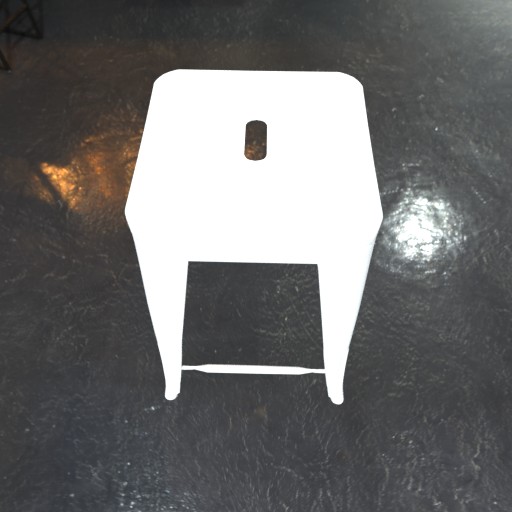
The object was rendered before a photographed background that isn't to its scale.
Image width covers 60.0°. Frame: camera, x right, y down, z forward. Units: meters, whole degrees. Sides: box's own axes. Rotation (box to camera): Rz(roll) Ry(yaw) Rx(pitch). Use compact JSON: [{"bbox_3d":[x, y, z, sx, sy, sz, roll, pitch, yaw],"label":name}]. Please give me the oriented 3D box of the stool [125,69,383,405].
[{"bbox_3d":[0.000,0.000,0.853,0.406,0.610,0.406,1,58,1],"label":"stool"}]
